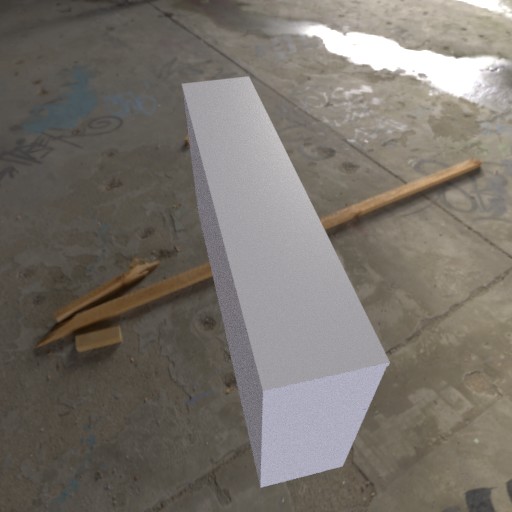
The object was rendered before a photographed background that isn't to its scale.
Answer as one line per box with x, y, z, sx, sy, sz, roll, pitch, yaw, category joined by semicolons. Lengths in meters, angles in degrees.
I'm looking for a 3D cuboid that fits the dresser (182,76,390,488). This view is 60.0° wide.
0.000;0.000;1.843;0.333;0.790;1.535;-10;48;-9;dresser
